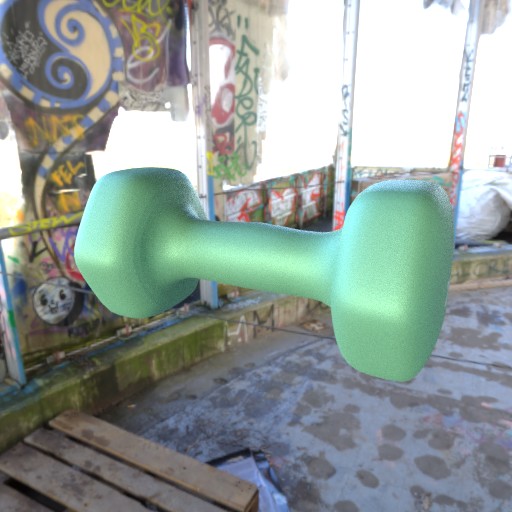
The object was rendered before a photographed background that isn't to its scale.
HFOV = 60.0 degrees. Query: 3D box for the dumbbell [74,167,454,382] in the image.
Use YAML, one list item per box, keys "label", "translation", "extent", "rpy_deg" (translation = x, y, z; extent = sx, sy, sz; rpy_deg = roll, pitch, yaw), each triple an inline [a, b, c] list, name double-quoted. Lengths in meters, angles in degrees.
- label: "dumbbell"
  translation: [0.000, 0.000, 0.321]
  extent: [0.260, 0.117, 0.129]
  rpy_deg: [8, 18, 26]
